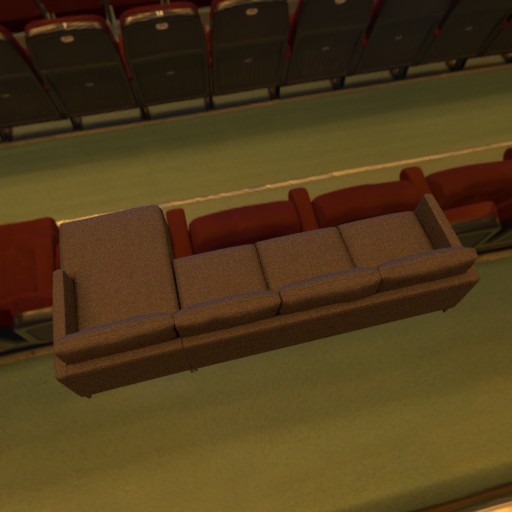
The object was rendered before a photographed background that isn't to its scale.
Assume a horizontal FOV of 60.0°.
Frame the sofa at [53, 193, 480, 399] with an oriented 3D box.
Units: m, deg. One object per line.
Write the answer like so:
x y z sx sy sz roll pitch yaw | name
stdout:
0.000 0.000 3.716 3.221 0.892 1.483 -12 60 -7 | sofa
